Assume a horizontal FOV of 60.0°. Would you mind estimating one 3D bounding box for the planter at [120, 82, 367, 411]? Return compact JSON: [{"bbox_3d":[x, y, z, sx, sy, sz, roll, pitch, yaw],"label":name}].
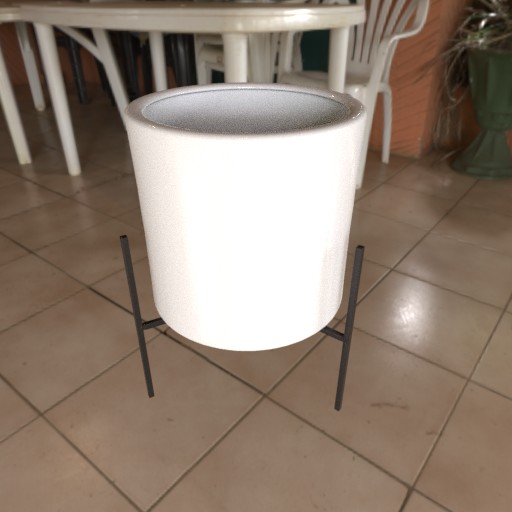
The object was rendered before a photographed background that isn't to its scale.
[{"bbox_3d":[0.000,0.000,0.725,0.361,0.480,0.360,21,37,31],"label":"planter"}]
